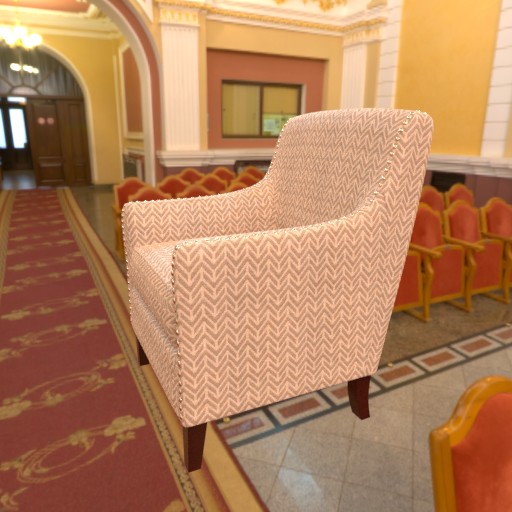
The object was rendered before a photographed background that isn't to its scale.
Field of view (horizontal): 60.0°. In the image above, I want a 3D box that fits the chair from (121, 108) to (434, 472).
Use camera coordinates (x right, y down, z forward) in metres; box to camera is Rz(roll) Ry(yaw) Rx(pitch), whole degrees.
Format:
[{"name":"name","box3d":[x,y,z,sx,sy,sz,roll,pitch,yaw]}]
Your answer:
[{"name":"chair","box3d":[0.000,0.000,1.280,0.651,0.816,0.623,-7,17,-25]}]
